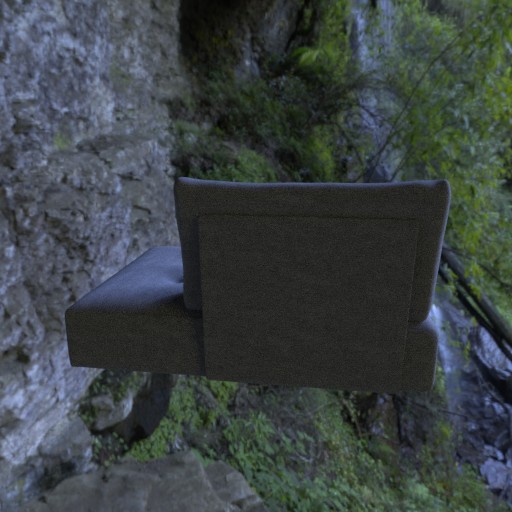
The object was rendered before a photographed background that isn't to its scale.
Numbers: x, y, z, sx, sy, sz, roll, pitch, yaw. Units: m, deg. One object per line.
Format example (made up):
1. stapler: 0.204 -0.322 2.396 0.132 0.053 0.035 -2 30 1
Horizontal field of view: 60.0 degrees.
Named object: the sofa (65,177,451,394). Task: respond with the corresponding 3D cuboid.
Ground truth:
1. sofa: 0.000 0.000 2.040 1.450 0.820 1.002 2 16 7
